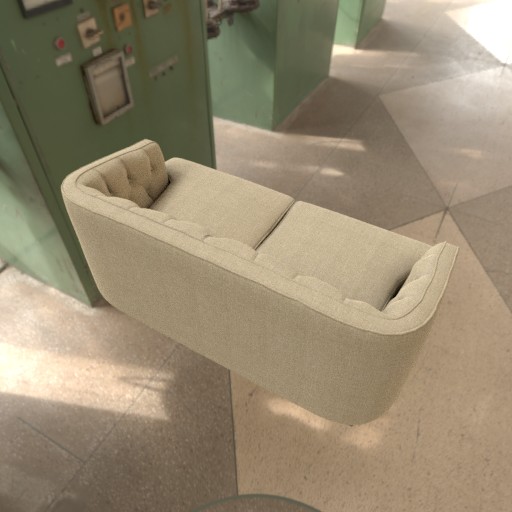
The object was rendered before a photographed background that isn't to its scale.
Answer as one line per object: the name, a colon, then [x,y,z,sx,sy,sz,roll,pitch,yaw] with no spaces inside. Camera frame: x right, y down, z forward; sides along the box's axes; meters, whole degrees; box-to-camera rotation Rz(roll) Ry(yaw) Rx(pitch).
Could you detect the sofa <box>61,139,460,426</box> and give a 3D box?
sofa: [0.000,0.000,2.210,1.733,0.855,0.941,23,50,20]
